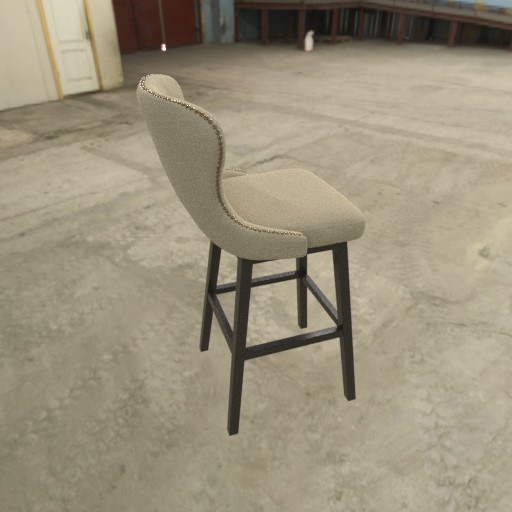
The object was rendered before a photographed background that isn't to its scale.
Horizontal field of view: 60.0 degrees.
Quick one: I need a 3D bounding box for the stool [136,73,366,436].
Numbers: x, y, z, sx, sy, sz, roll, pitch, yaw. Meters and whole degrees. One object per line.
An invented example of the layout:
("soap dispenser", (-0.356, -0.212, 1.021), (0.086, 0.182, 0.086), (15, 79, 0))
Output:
("stool", (0.000, 0.000, 1.415), (0.605, 1.066, 0.528), (-10, 32, -16))
